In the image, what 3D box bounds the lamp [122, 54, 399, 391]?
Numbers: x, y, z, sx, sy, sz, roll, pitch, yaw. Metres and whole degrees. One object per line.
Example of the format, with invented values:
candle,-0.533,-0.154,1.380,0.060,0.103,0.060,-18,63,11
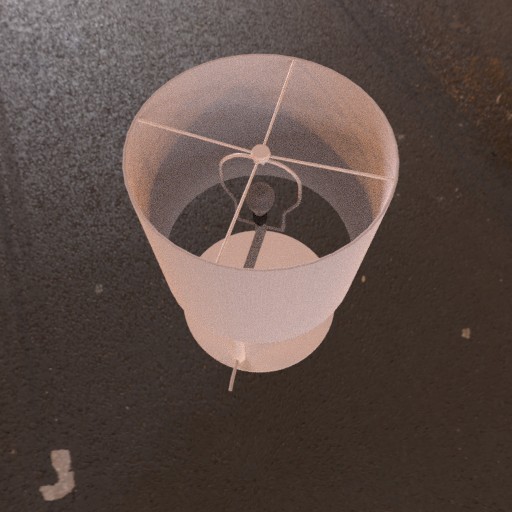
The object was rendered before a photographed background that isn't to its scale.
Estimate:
lamp,0.000,0.000,0.677,0.299,0.454,0.341,15,64,8
